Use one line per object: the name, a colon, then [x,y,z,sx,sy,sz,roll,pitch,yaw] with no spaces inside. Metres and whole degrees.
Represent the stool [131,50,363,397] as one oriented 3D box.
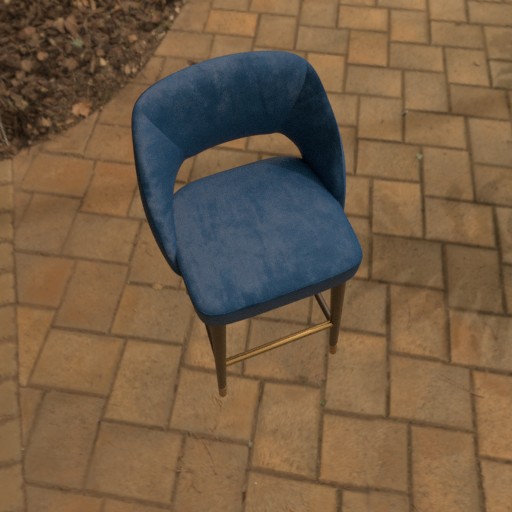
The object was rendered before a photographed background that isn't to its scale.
stool: [0.000,0.000,1.313,0.514,1.016,0.515,-19,64,-9]
